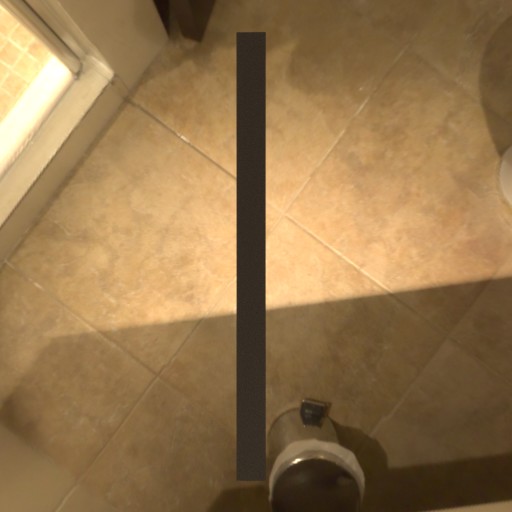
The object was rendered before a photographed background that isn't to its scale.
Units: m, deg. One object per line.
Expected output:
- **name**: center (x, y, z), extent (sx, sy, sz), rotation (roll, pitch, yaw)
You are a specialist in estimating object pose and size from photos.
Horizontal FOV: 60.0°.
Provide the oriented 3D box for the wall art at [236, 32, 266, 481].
- **wall art**: center (0.000, 0.000, 0.755), extent (0.033, 0.507, 0.508), rotation (0, 90, 1)
